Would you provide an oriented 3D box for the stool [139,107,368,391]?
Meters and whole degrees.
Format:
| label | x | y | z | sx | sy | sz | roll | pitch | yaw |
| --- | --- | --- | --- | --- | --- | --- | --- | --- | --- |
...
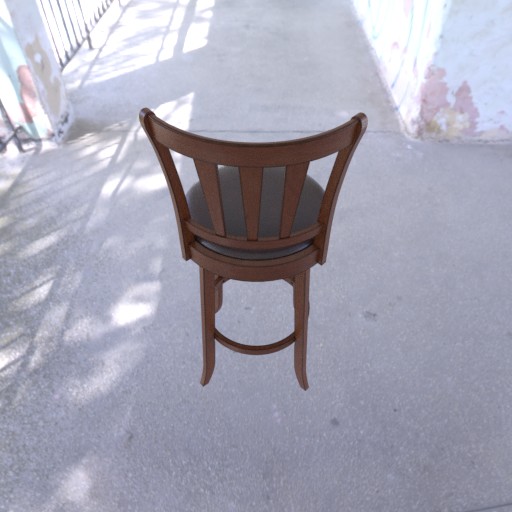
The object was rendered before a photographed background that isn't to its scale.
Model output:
| label | x | y | z | sx | sy | sz | roll | pitch | yaw |
| --- | --- | --- | --- | --- | --- | --- | --- | --- | --- |
| stool | 0.000 | 0.000 | 1.425 | 0.464 | 1.177 | 0.503 | 2 | 47 | 2 |
